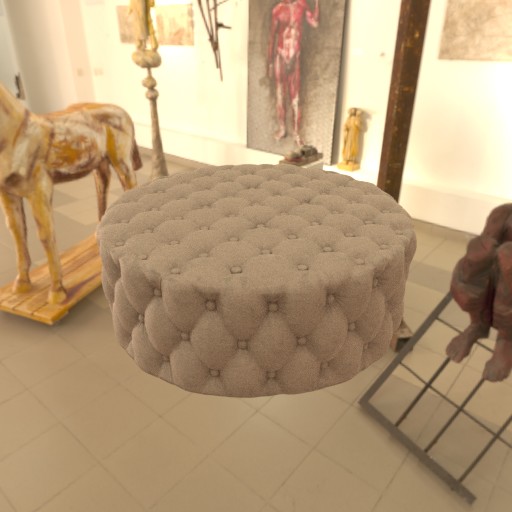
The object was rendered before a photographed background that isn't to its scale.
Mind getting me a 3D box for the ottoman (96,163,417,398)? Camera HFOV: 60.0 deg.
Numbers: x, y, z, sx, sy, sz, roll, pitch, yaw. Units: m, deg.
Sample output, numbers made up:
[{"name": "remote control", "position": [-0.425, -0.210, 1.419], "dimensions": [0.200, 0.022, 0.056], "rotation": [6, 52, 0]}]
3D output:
[{"name": "ottoman", "position": [0.000, 0.000, 1.498], "dimensions": [0.998, 0.399, 0.998], "rotation": [0, 28, 0]}]
